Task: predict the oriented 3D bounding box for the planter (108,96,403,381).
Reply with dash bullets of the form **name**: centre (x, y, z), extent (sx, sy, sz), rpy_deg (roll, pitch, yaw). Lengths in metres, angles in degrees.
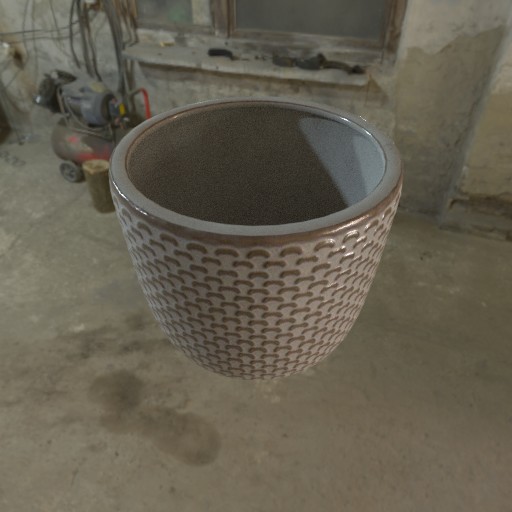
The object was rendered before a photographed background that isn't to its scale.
- **planter**: centre (0.000, 0.000, 0.361), extent (0.197, 0.191, 0.197), rpy_deg (0, 41, 0)
